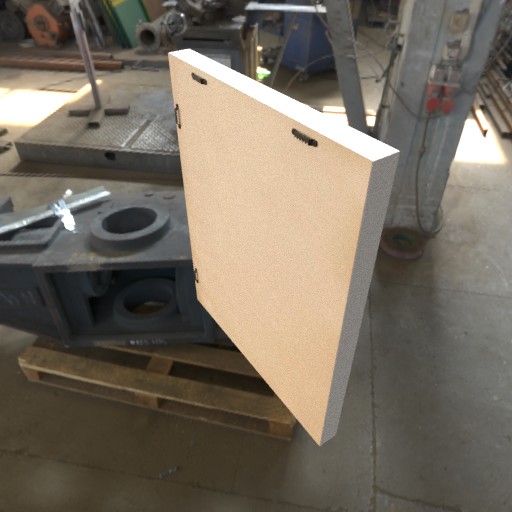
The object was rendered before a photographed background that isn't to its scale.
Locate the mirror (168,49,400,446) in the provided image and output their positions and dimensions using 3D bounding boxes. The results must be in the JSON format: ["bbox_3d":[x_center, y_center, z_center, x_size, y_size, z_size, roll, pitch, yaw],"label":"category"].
[{"bbox_3d":[0.000,0.000,0.686,0.041,0.508,0.405,-24,45,-26],"label":"mirror"}]
